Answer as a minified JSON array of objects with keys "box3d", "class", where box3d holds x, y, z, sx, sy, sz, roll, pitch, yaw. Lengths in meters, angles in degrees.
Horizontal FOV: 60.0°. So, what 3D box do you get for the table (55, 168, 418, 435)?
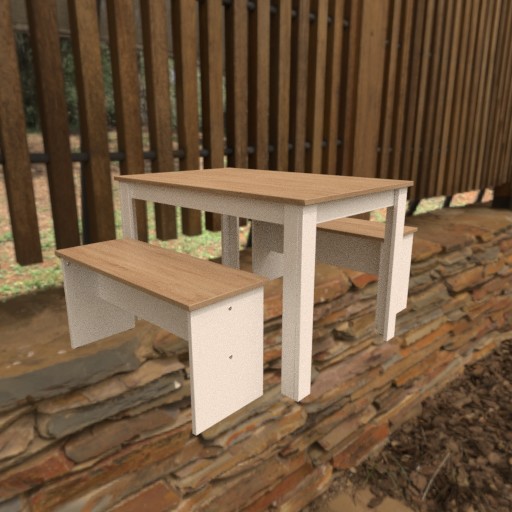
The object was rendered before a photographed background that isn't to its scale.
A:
[{"box3d":[0.000,0.000,2.022,1.100,0.700,1.443,14,21,42],"class":"table"}]
